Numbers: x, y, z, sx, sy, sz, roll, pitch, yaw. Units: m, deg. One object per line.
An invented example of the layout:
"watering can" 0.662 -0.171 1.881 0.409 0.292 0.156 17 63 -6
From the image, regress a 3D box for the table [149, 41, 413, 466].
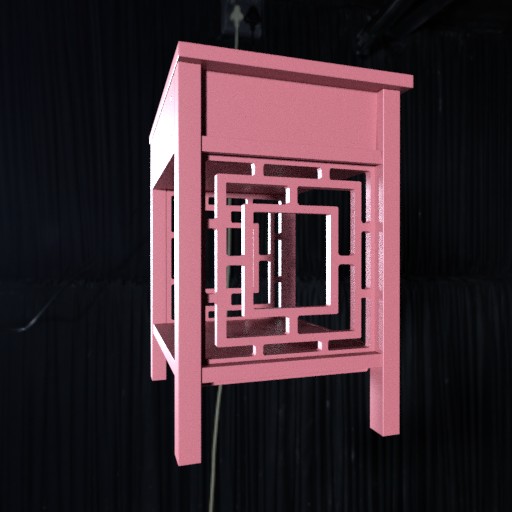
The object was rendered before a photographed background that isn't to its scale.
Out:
"table" 0.000 0.000 1.058 0.451 0.686 0.599 0 0 -18
